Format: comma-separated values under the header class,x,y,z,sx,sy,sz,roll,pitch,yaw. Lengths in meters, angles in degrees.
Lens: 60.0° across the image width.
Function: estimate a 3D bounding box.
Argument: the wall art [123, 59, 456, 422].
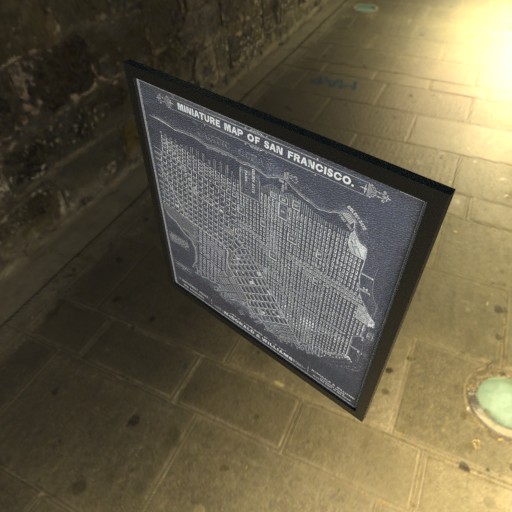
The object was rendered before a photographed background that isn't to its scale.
class,x,y,z,sx,sy,sz,roll,pitch,yaw
wall art,0.000,0.000,1.165,0.807,0.807,0.022,31,53,27
